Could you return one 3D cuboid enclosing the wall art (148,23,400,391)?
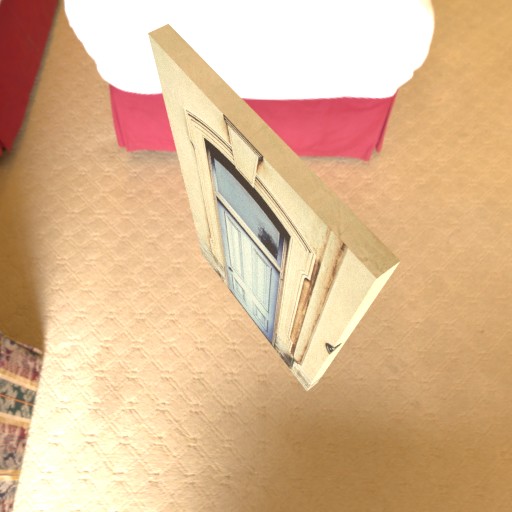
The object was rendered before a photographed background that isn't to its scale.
[{"bbox_3d":[0.000,0.000,0.936,0.038,0.764,0.508,-34,69,-15],"label":"wall art"}]
